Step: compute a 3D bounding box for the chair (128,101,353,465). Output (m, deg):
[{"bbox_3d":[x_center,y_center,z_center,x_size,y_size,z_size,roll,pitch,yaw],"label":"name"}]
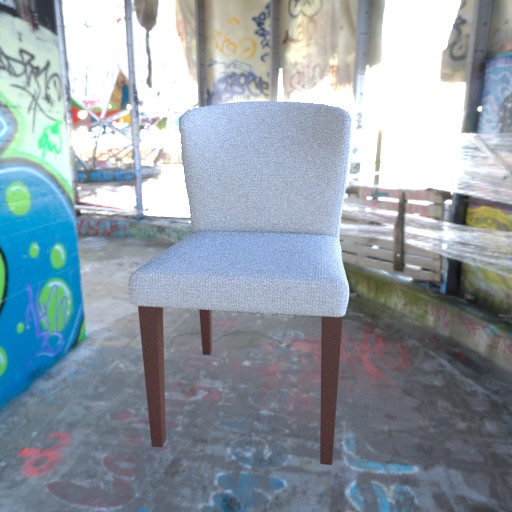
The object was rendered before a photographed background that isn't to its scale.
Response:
[{"bbox_3d":[0.000,0.000,1.198,0.491,0.839,0.589,2,15,8],"label":"chair"}]
